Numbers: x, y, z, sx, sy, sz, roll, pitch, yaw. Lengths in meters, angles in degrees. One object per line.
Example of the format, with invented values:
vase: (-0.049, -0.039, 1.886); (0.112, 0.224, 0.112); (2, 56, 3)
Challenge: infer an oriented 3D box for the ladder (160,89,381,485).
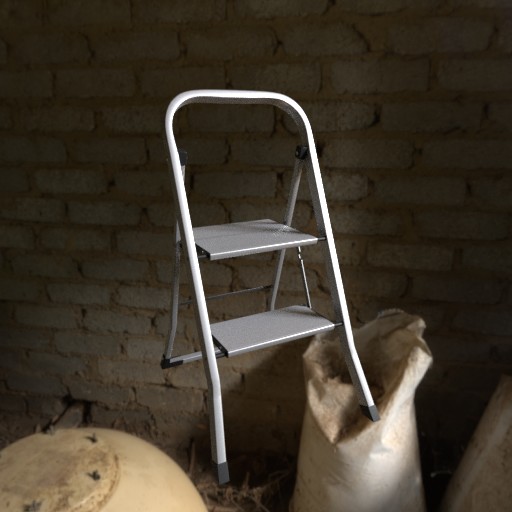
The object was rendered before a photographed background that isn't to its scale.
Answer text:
ladder: (0.000, 0.000, 1.166); (0.465, 0.830, 0.530); (-9, 19, -27)
